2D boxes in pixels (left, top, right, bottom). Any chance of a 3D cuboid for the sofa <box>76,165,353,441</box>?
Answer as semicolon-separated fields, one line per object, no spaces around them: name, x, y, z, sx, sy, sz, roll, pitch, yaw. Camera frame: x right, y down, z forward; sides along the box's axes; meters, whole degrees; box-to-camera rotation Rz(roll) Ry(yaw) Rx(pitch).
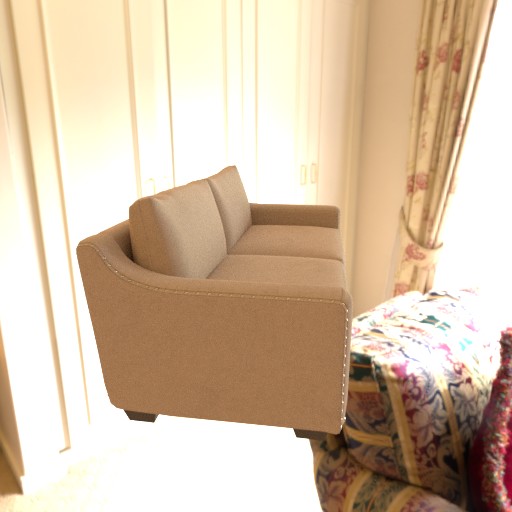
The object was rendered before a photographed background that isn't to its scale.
sofa;0.000;0.000;2.544;1.030;0.901;1.967;3;16;9
